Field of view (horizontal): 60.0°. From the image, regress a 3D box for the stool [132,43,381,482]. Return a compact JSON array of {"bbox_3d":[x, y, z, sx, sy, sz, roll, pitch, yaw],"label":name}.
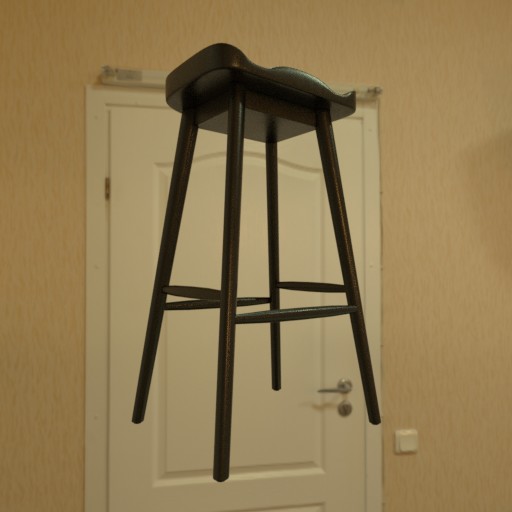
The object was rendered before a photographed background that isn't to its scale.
[{"bbox_3d":[0.000,0.000,0.998,0.440,0.749,0.361,1,-1,-38],"label":"stool"}]
